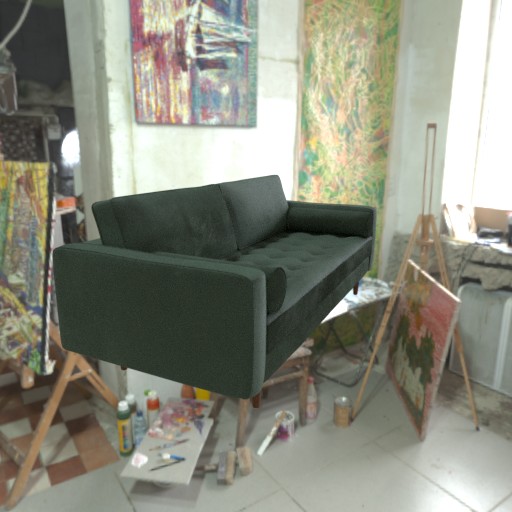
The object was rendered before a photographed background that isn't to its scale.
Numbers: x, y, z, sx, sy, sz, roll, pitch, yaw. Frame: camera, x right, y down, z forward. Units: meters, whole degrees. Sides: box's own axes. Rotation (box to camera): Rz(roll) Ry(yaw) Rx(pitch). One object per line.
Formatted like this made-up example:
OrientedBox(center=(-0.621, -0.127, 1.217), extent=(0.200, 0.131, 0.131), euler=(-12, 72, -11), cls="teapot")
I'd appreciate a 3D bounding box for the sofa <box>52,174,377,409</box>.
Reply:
OrientedBox(center=(0.000, 0.000, 2.401), extent=(0.916, 0.772, 1.880), euler=(7, 16, 26), cls="sofa")
